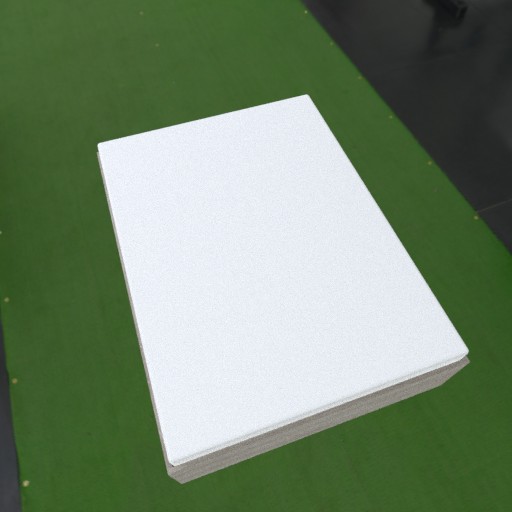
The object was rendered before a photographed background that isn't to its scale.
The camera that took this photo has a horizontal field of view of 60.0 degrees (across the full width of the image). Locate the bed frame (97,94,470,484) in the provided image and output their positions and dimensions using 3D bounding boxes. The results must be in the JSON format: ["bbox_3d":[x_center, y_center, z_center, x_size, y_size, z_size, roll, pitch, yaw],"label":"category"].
[{"bbox_3d":[0.000,0.000,2.564,1.448,0.490,1.944,-17,60,-10],"label":"bed frame"}]
